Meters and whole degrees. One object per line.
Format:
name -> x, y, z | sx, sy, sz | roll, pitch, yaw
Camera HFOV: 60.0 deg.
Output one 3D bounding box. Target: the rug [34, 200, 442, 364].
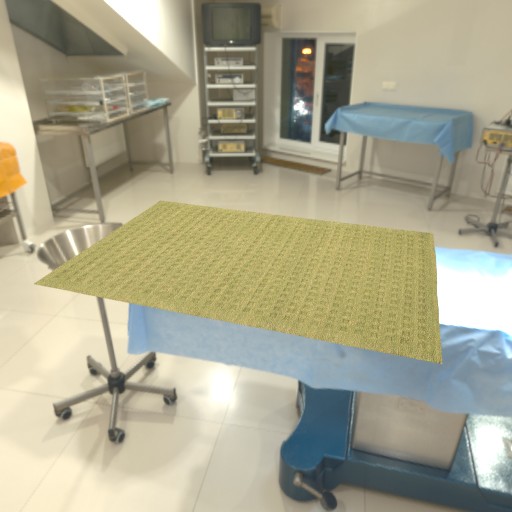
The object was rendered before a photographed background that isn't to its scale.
rug -> 0.000, 0.000, 2.977 | 2.297, 0.007, 1.529 | 8, 28, 16
